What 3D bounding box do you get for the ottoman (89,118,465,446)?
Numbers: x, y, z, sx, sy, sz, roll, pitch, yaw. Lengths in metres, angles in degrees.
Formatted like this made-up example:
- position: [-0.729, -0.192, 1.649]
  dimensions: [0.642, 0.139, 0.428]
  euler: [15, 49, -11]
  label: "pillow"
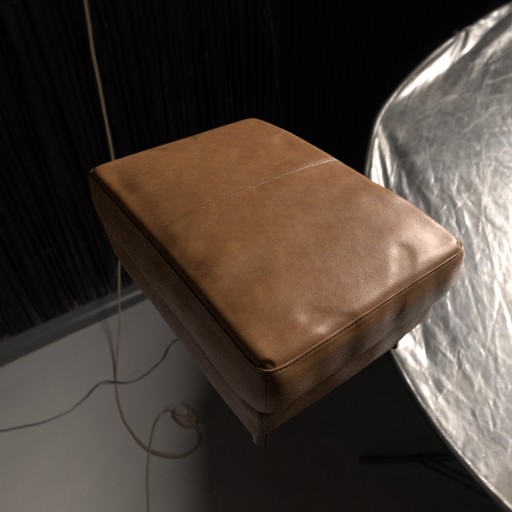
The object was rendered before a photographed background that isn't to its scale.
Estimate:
- position: [0.000, 0.000, 1.233]
  dimensions: [0.630, 0.461, 0.869]
  euler: [-26, 48, -26]
  label: "ottoman"
